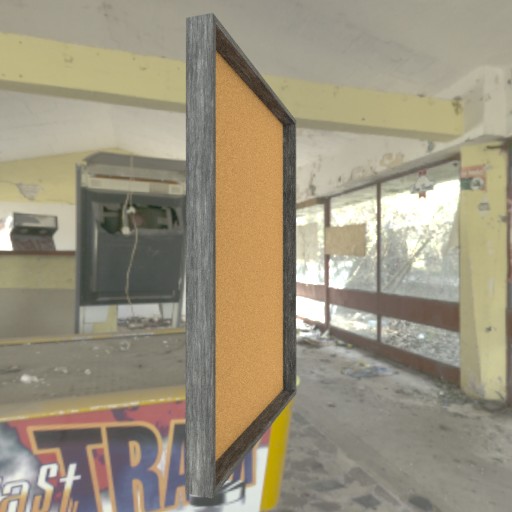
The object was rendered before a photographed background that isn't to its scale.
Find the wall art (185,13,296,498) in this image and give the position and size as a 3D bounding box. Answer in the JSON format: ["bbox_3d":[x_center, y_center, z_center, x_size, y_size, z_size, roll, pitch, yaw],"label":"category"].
[{"bbox_3d":[0.000,0.000,1.298,0.063,1.016,0.762,0,0,18],"label":"wall art"}]
